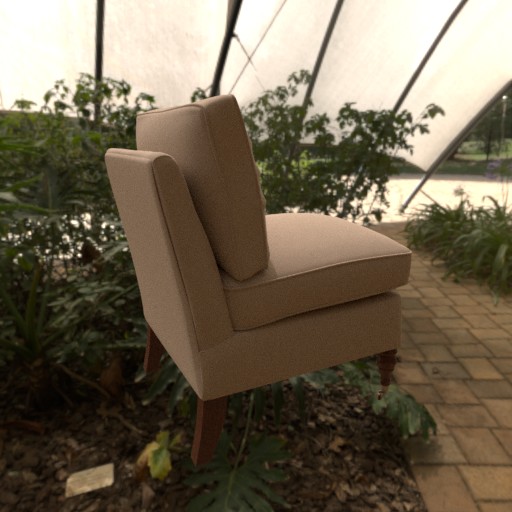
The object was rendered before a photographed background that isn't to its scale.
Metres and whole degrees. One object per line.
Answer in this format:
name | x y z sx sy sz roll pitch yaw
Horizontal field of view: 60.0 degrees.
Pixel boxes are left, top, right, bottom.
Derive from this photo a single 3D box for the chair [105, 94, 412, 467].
chair | 0.000 0.000 1.629 0.912 1.052 0.724 -7 16 -26
